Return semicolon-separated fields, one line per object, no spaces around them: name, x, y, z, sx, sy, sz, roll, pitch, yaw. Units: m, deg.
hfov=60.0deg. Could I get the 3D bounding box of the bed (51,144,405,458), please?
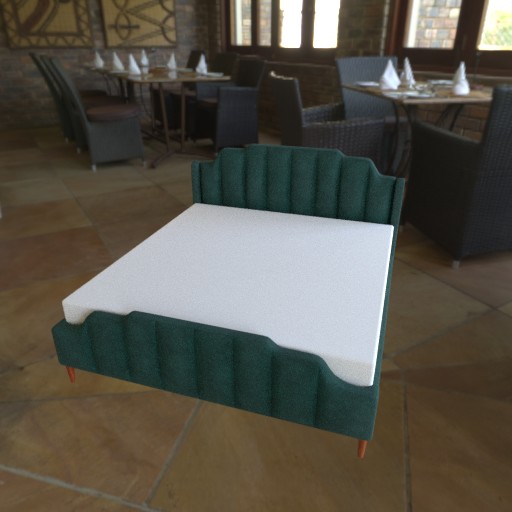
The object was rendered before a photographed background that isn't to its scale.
bed;0.000;0.000;3.478;2.074;1.245;2.340;8;27;16
